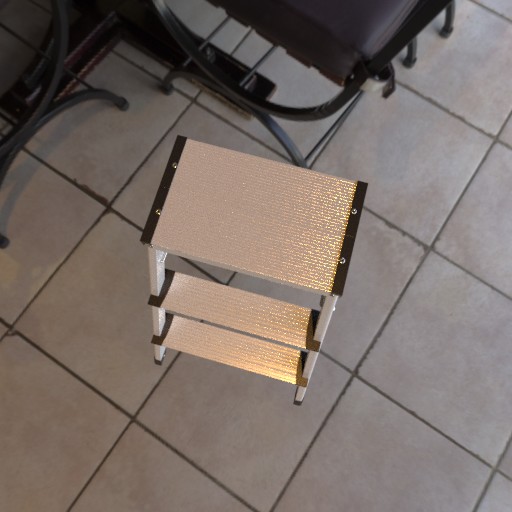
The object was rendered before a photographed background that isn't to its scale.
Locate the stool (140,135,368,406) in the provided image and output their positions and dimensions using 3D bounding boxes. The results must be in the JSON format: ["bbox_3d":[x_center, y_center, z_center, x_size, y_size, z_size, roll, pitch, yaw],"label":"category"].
[{"bbox_3d":[0.000,0.000,1.040,0.437,0.605,0.622,15,76,4],"label":"stool"}]
